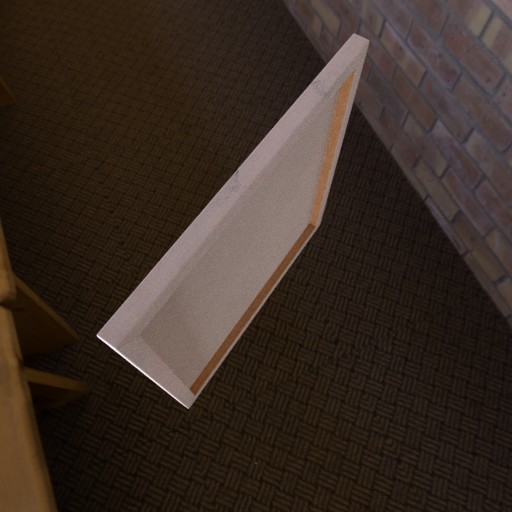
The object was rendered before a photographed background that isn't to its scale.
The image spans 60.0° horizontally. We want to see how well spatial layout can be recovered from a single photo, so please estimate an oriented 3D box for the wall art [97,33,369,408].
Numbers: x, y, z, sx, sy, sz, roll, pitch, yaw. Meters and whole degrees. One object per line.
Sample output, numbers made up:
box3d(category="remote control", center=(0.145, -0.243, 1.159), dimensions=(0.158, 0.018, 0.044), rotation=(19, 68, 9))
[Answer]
box3d(category="wall art", center=(0.000, 0.000, 1.112), dimensions=(0.038, 0.762, 0.762), rotation=(32, 69, 14))
